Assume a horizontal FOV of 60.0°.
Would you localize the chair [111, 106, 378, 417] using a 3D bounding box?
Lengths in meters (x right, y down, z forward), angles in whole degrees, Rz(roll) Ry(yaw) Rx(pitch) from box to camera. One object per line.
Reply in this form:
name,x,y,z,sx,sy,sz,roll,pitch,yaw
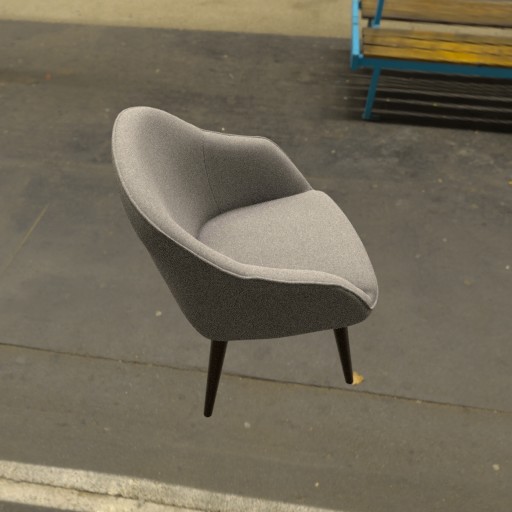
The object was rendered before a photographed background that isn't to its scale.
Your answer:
chair,0.000,0.000,1.236,0.611,0.810,0.589,-10,47,-9
